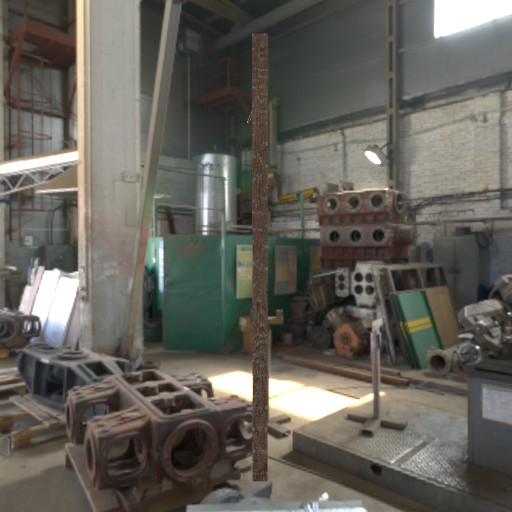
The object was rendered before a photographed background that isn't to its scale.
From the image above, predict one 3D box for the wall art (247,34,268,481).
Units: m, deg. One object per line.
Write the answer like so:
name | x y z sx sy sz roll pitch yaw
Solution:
wall art | 0.000 0.000 0.566 0.022 0.380 0.380 0 1 0
